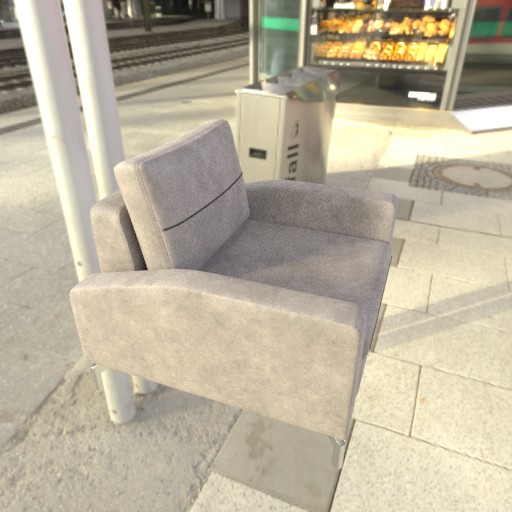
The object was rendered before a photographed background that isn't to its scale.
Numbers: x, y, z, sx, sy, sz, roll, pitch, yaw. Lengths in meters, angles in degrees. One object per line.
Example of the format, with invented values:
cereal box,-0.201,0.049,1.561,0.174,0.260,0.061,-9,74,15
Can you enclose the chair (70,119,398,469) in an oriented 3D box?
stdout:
chair,0.000,0.000,1.577,0.900,0.800,0.900,11,31,18
